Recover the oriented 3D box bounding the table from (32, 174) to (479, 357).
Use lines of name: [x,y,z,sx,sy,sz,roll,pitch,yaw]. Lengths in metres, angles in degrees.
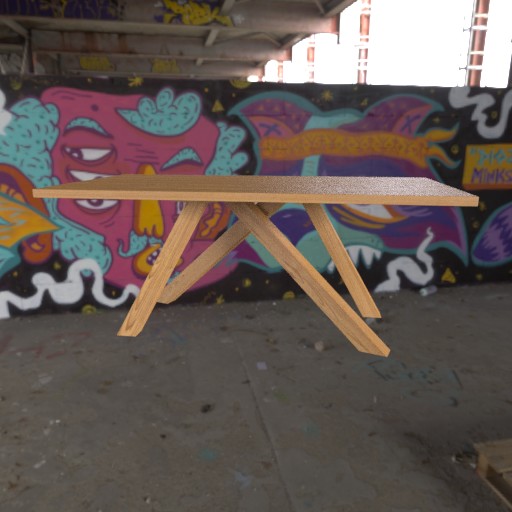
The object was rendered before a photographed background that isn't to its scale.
table: [0.000,0.000,2.287,1.797,0.750,0.901,2,15,8]
